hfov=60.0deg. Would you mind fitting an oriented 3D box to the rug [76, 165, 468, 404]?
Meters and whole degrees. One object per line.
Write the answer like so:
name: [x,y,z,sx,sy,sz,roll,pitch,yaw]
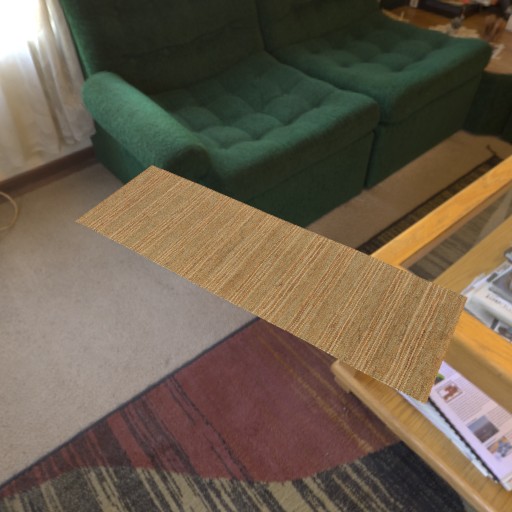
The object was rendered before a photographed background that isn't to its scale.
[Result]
rug: [0.000,0.000,2.813,2.438,0.006,0.783,25,51,22]
